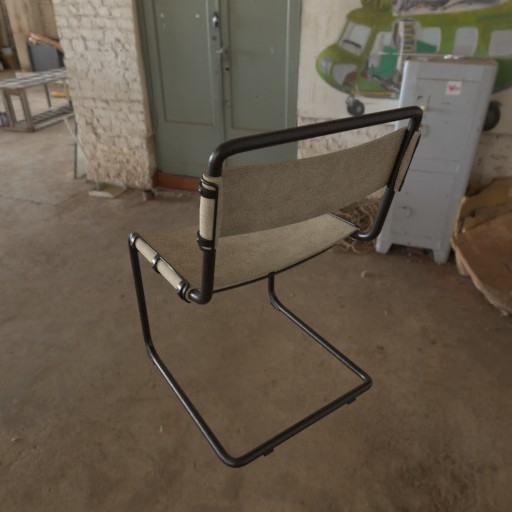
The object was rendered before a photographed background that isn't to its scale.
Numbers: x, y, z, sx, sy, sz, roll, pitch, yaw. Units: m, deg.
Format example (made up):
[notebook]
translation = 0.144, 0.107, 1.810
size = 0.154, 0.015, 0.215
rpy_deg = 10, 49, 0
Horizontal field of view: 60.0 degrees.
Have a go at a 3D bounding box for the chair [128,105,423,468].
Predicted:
[chair]
translation = 0.000, 0.000, 1.083
size = 0.499, 0.747, 0.497
rpy_deg = -19, 35, -29
